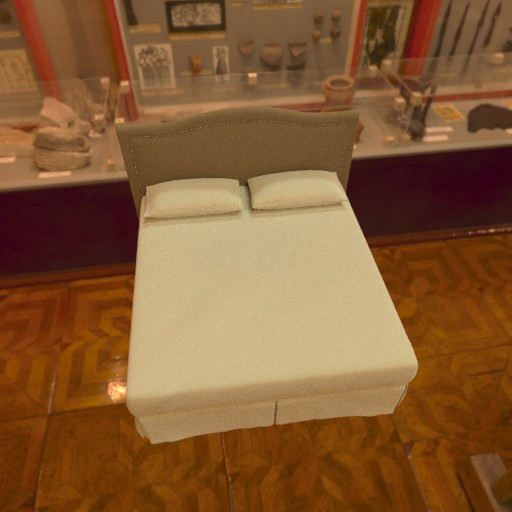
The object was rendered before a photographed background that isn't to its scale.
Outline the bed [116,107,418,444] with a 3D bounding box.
[{"bbox_3d":[0.000,0.000,3.495,2.083,1.421,2.182,-5,46,-5],"label":"bed"}]
